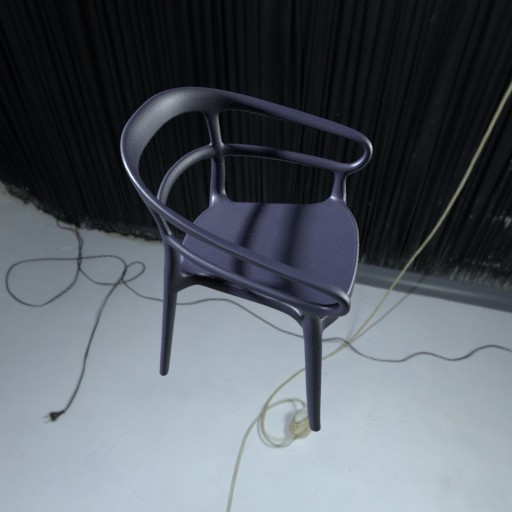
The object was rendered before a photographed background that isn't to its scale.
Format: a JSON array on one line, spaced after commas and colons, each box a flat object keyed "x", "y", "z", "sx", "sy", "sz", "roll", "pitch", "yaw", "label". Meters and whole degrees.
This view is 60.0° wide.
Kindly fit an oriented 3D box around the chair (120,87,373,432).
[{"x": 0.000, "y": 0.000, "z": 1.174, "sx": 0.527, "sy": 0.761, "sz": 0.559, "roll": 11, "pitch": 47, "yaw": 10, "label": "chair"}]
